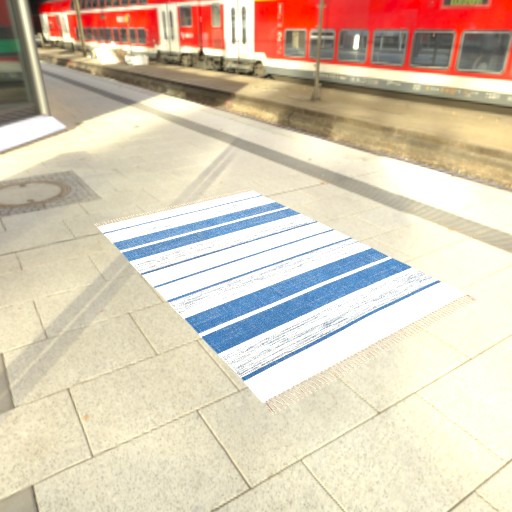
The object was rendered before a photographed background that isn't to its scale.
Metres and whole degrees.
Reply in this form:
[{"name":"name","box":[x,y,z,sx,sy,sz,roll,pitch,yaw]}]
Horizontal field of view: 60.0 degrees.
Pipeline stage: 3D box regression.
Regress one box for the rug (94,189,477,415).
[{"name":"rug","box":[0.000,0.000,3.131,1.532,0.010,2.441,-18,33,-31]}]
